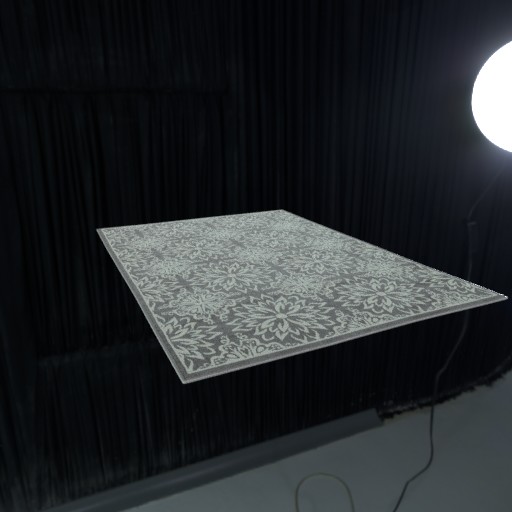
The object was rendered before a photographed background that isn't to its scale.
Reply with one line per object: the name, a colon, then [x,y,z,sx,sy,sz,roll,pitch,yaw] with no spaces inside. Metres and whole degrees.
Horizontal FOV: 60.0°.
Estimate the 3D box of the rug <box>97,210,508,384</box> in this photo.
rug: [0.000,0.000,2.731,1.608,0.014,2.213,-9,20,-24]
